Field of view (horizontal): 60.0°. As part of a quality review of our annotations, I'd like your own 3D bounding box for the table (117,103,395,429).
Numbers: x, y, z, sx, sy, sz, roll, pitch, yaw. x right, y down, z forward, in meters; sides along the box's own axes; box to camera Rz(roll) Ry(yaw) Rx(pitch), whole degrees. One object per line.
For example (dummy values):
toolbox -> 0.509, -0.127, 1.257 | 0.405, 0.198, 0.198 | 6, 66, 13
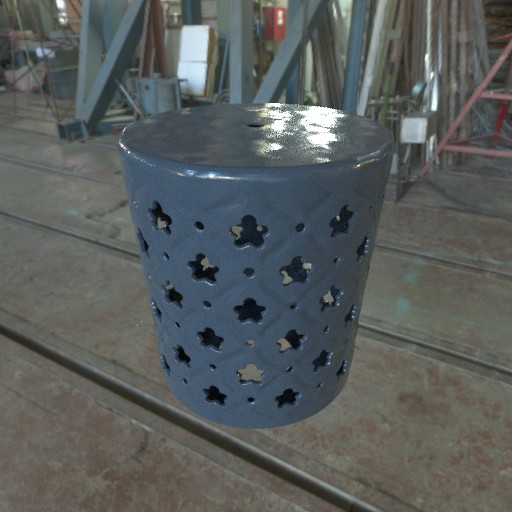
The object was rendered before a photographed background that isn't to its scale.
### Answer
table -> 0.000, 0.000, 0.665 | 0.352, 0.387, 0.352 | 0, 29, 0
